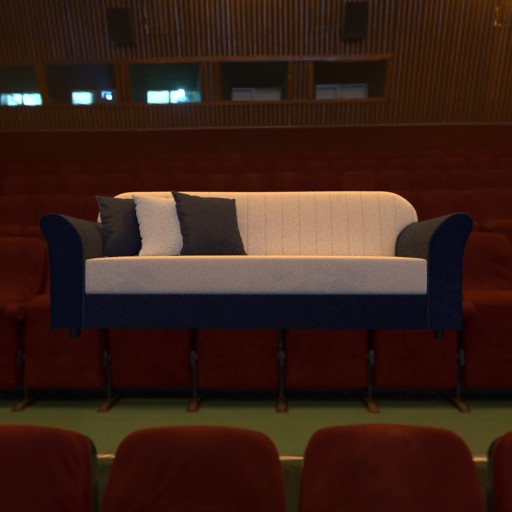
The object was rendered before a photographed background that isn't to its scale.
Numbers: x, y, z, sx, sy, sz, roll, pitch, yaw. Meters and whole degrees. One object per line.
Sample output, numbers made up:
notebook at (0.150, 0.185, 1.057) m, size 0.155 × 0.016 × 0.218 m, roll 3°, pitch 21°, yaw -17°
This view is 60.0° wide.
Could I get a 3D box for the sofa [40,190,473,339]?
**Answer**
sofa at (0.000, 0.000, 2.413) m, size 2.006 × 0.789 × 0.749 m, roll 0°, pitch -1°, yaw 1°
